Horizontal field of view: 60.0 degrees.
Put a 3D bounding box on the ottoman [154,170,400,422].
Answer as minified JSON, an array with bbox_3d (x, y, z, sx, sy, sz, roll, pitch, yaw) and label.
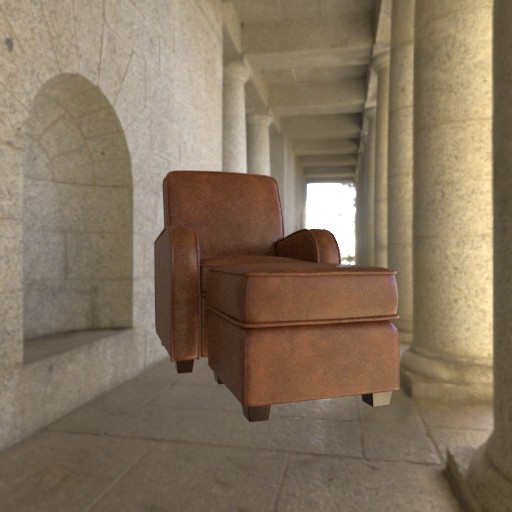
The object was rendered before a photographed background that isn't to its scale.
[{"bbox_3d":[0.000,0.000,1.866,0.732,0.904,1.314,0,0,-18],"label":"ottoman"}]
